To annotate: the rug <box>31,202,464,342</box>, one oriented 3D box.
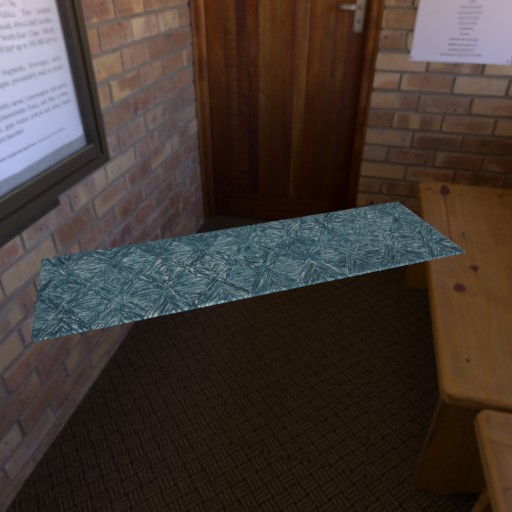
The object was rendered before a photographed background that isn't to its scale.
[{"bbox_3d":[0.000,0.000,2.495,2.286,0.016,0.676,-10,35,-15],"label":"rug"}]
